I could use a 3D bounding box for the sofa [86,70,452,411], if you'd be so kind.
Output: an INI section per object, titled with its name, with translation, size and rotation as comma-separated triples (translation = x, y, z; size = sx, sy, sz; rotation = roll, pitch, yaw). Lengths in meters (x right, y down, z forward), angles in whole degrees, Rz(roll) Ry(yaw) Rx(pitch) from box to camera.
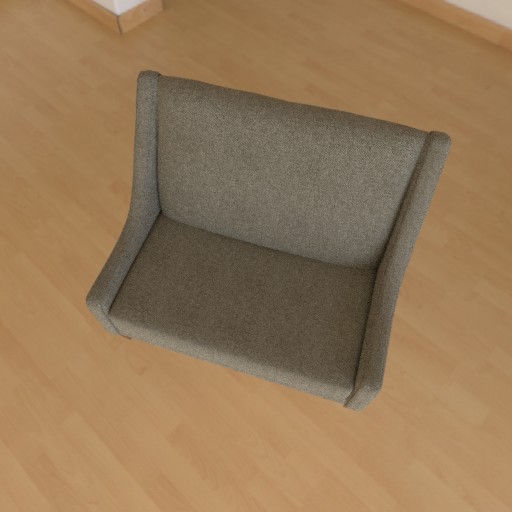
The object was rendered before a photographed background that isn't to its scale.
[sofa]
translation = 0.000, 0.000, 1.904
size = 1.242, 1.021, 0.870
rotation = 15, 61, 9
